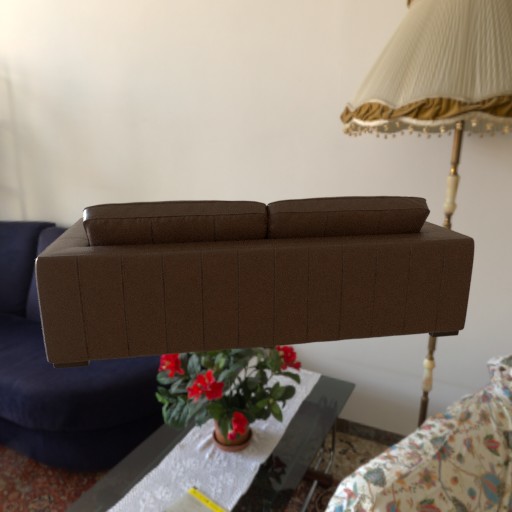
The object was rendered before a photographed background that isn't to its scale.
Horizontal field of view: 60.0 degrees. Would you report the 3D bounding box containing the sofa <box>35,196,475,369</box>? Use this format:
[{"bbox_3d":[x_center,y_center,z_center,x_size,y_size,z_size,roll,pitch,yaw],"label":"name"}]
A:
[{"bbox_3d":[0.000,0.000,2.749,2.262,0.801,1.070,-3,16,-10],"label":"sofa"}]
